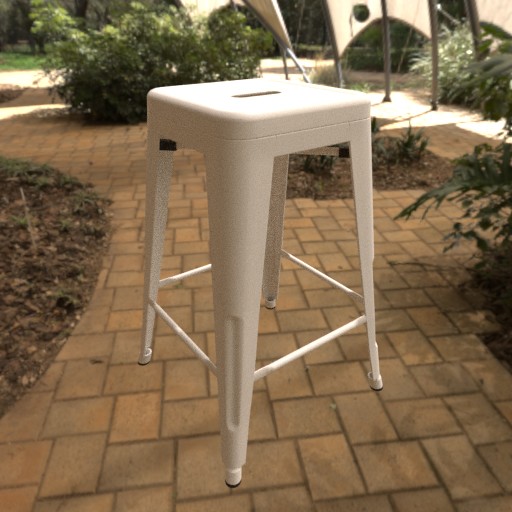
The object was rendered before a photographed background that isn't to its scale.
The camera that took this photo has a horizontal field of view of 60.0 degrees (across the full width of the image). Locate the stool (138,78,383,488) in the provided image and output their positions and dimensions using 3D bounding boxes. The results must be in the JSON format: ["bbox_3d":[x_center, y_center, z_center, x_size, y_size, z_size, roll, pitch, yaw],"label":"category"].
[{"bbox_3d":[0.000,0.000,0.864,0.406,0.610,0.406,-19,34,-31],"label":"stool"}]
